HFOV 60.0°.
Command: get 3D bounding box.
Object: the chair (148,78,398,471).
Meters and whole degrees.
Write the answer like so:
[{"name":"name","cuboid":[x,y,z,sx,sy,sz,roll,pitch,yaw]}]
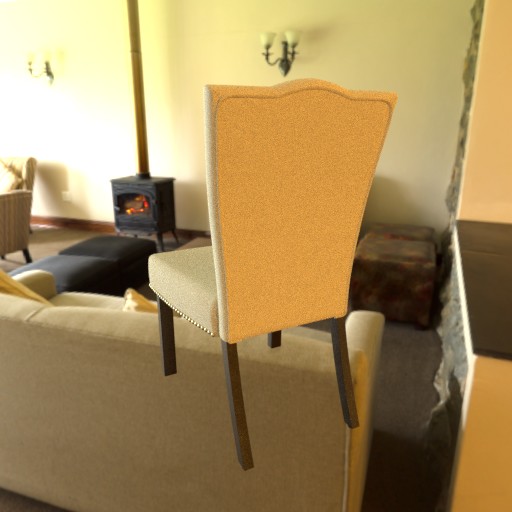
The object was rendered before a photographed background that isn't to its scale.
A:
[{"name":"chair","cuboid":[0.000,0.000,1.317,0.518,0.946,0.589,-9,19,-26]}]
